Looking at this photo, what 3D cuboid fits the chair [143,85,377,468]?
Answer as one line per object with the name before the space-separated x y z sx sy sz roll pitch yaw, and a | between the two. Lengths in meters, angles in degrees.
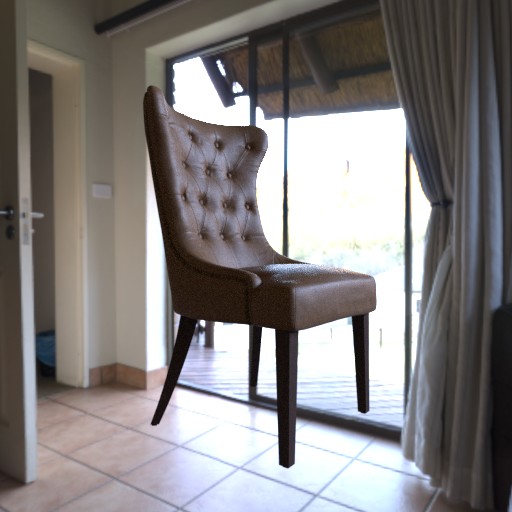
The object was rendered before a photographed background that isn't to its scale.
chair | 0.000 0.000 1.479 0.669 1.065 0.611 0 0 37
